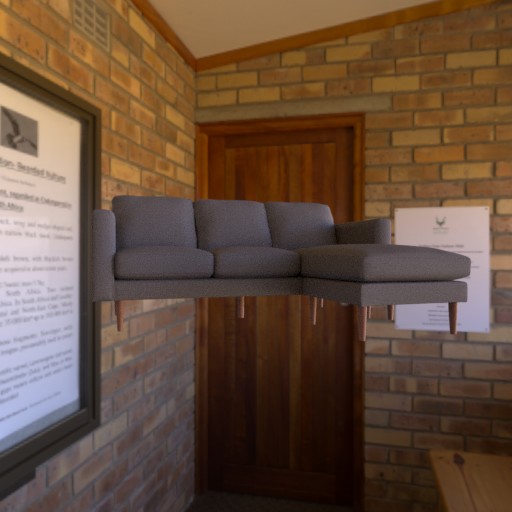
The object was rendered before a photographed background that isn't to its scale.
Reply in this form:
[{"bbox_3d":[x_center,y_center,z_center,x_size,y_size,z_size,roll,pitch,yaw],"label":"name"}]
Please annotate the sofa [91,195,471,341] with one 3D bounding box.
[{"bbox_3d":[0.000,0.000,2.905,2.031,0.897,1.591,0,0,-19],"label":"sofa"}]
